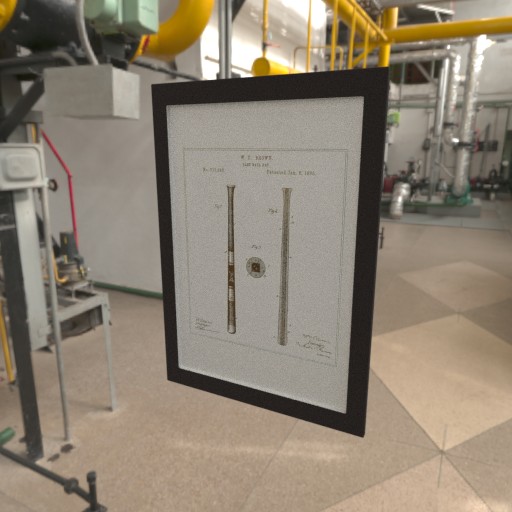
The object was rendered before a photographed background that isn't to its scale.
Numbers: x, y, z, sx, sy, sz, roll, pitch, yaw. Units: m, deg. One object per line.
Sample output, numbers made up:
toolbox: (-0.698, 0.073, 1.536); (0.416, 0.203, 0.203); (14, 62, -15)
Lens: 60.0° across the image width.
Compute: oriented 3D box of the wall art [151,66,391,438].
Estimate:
wall art: (0.000, 0.000, 0.699); (0.374, 0.529, 0.012); (7, 16, 26)
